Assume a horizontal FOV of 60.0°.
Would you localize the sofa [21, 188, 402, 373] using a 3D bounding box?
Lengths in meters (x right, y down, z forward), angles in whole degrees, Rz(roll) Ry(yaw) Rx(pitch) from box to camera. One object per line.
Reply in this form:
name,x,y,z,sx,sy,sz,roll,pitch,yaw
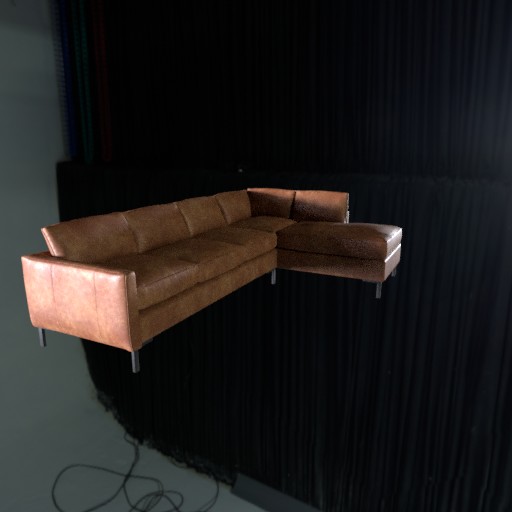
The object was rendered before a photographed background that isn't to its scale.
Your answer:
sofa,0.000,0.000,3.785,1.938,0.877,2.984,7,16,26
